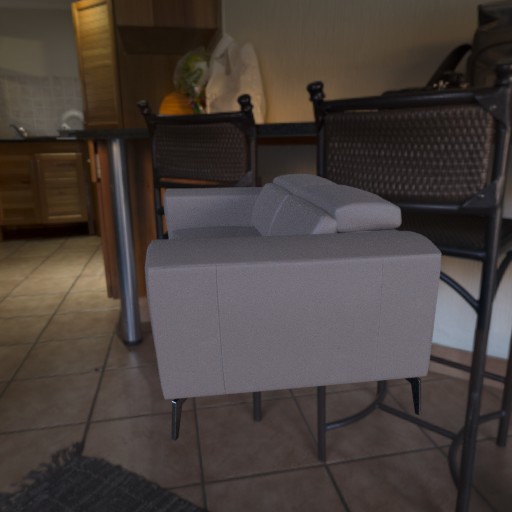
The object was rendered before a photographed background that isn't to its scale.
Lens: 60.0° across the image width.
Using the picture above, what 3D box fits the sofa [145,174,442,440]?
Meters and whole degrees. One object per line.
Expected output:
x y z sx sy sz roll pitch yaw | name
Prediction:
0.000 0.000 2.364 1.003 0.779 1.895 -2 16 -9 | sofa
